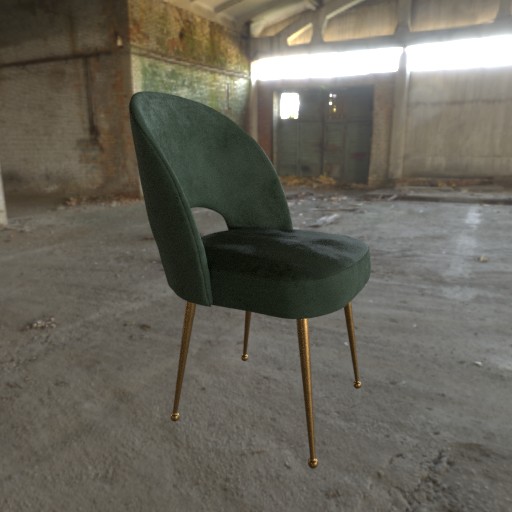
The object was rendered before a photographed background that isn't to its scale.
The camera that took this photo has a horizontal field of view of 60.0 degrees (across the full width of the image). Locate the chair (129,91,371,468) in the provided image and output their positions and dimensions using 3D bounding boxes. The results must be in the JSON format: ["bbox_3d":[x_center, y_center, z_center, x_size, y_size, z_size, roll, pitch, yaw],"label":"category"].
[{"bbox_3d":[0.000,0.000,1.200,0.577,0.860,0.527,7,15,26],"label":"chair"}]
